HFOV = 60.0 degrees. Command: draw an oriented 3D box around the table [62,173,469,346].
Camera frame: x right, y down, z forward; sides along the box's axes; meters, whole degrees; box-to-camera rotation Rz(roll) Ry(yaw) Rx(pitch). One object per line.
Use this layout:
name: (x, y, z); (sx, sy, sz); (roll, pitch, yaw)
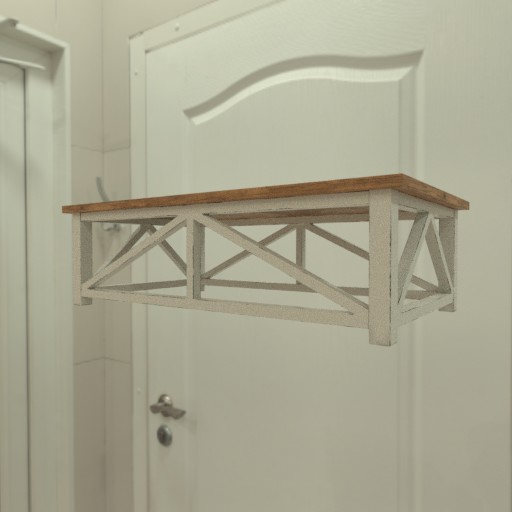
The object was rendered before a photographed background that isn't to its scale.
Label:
table: (0.000, 0.000, 1.752); (1.400, 0.410, 0.800); (1, 1, 36)
